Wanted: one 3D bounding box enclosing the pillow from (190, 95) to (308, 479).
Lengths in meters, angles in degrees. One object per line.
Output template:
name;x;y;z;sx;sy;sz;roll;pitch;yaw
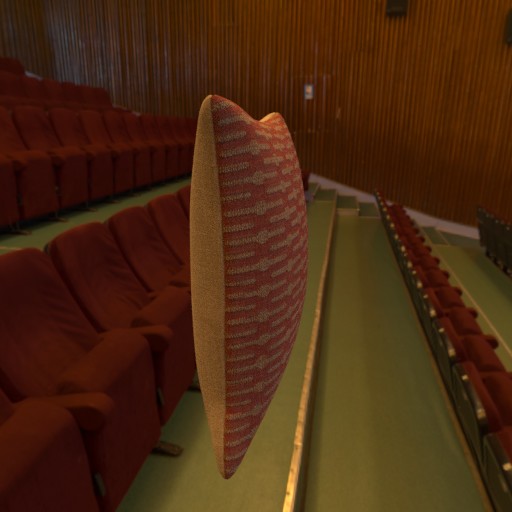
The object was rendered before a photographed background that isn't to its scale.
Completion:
pillow;0.000;0.000;0.783;0.182;0.503;0.511;3;16;10
